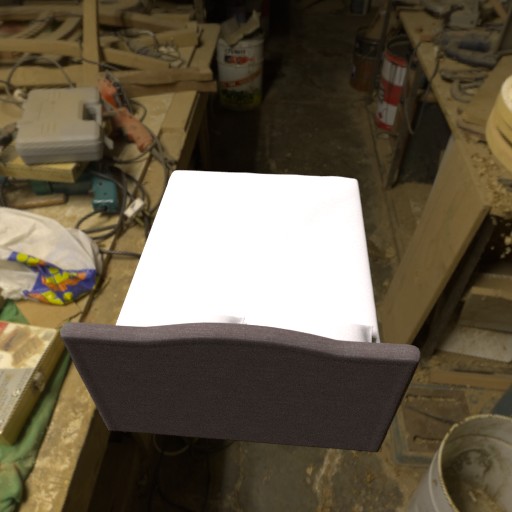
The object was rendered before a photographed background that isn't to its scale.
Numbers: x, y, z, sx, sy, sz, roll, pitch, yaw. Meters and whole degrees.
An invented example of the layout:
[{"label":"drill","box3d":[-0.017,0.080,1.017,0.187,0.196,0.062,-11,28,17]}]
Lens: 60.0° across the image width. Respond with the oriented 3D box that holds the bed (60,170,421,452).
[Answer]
[{"label":"bed","box3d":[0.000,0.000,3.858,2.161,1.457,2.689,3,45,3]}]
